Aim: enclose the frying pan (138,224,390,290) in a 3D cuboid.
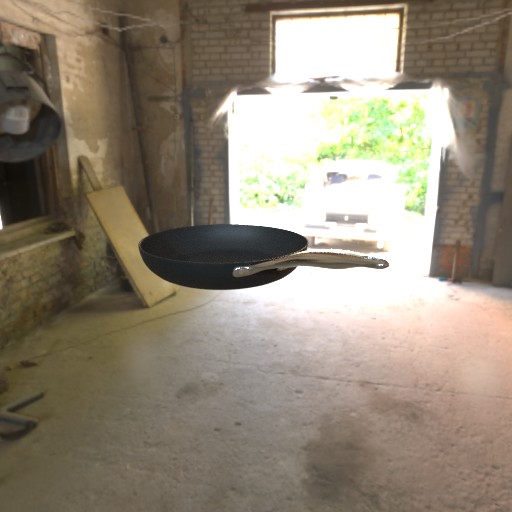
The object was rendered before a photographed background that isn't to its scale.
[{"bbox_3d":[0.000,0.000,0.582,0.255,0.105,0.472,-7,17,-25],"label":"frying pan"}]
